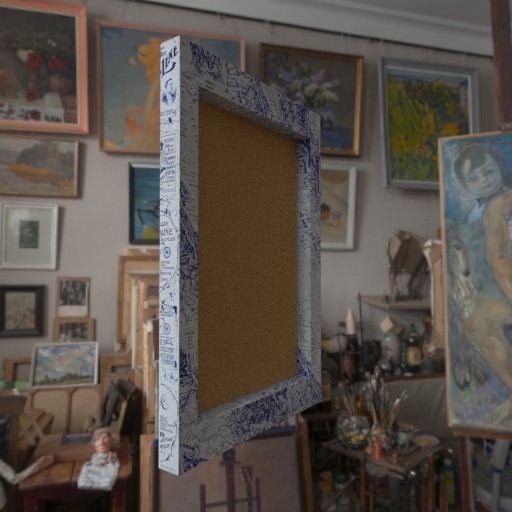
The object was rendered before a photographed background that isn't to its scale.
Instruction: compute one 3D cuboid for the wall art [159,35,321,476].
[{"bbox_3d":[0.000,0.000,0.487,0.025,0.376,0.255,-1,-1,36],"label":"wall art"}]
